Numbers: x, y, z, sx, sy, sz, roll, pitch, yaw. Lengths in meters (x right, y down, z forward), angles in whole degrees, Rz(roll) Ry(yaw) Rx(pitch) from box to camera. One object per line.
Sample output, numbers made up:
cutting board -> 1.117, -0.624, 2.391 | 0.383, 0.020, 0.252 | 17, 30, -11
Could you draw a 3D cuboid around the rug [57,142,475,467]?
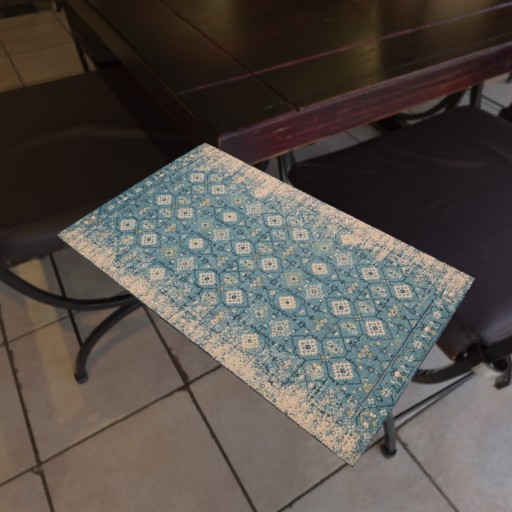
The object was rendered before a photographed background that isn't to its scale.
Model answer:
rug -> 0.000, 0.000, 2.198 | 1.795, 0.008, 1.102 | 32, 55, 25
